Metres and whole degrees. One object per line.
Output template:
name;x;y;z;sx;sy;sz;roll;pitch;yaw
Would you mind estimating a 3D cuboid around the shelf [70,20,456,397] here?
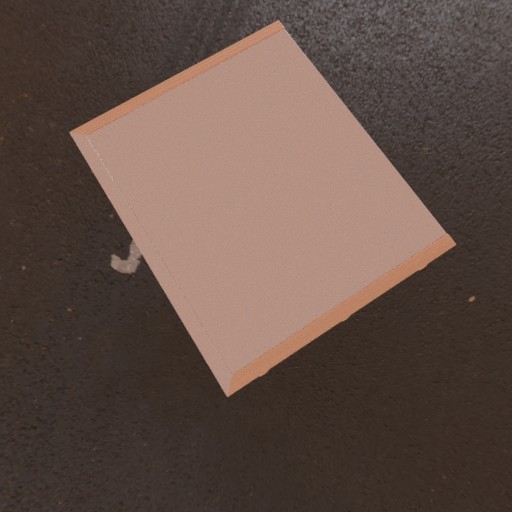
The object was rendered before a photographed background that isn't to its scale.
shelf;0.000;0.000;0.784;0.290;0.600;0.350;-32;77;-8
